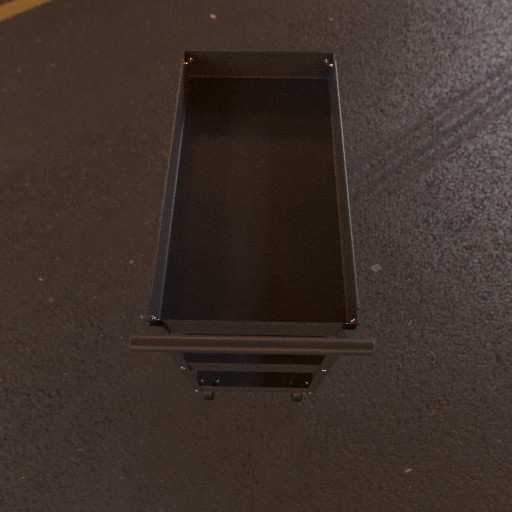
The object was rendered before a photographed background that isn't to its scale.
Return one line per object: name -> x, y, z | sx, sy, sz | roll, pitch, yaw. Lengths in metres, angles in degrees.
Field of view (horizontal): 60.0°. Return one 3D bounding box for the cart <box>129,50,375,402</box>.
cart -> 0.000, 0.000, 1.165 | 0.366, 0.780, 0.719 | 1, 63, 0
